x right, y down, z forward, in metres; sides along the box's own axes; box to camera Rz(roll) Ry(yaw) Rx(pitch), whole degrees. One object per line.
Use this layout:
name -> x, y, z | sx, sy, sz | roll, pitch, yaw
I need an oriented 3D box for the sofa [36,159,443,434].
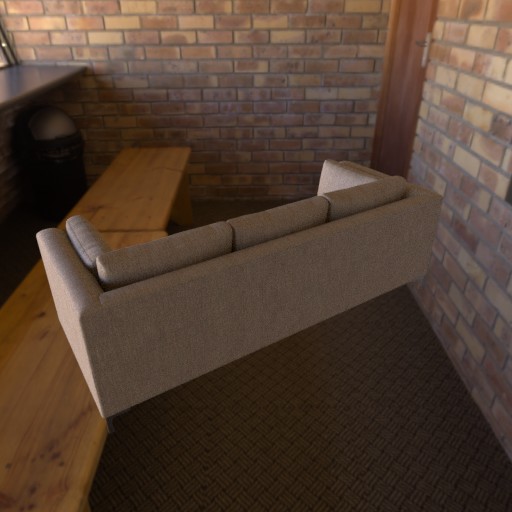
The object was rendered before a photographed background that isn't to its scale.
sofa -> 0.000, 0.000, 2.926 | 2.415, 0.867, 0.969 | -18, 34, -29
